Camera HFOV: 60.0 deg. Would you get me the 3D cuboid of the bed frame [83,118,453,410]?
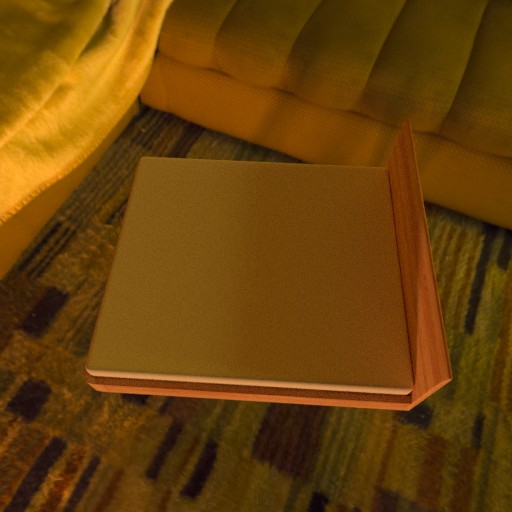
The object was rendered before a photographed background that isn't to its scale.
[{"bbox_3d":[0.000,0.000,3.133,2.092,0.940,1.872,3,59,2],"label":"bed frame"}]
